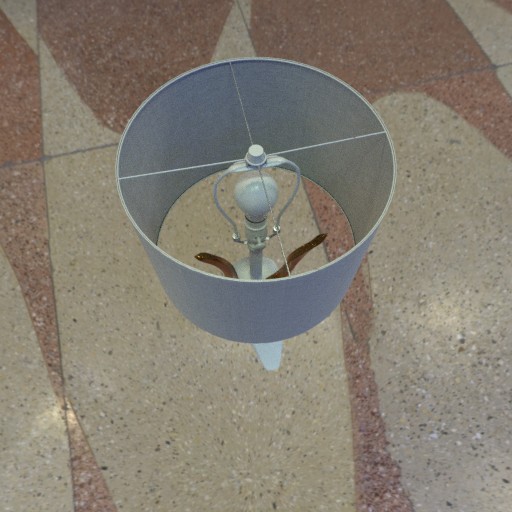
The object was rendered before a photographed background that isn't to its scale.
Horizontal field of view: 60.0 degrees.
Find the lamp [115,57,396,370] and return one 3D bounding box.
[{"bbox_3d":[0.000,0.000,0.695,0.298,0.503,0.298,-11,64,-6],"label":"lamp"}]
